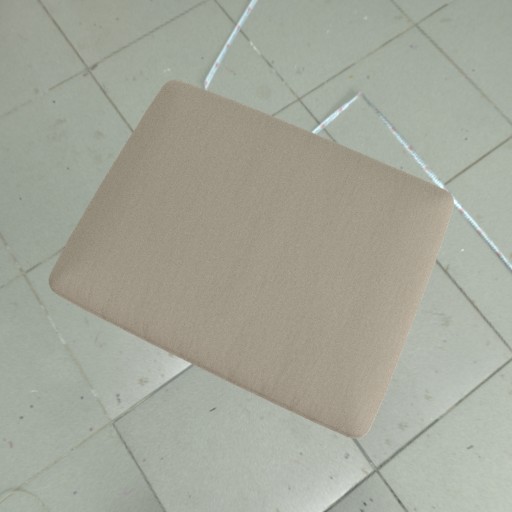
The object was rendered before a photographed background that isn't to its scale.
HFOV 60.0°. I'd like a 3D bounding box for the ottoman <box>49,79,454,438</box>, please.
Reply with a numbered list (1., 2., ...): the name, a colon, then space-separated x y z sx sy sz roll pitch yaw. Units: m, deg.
1. ottoman: 0.000 0.000 1.131 0.771 0.420 0.606 24 76 6
